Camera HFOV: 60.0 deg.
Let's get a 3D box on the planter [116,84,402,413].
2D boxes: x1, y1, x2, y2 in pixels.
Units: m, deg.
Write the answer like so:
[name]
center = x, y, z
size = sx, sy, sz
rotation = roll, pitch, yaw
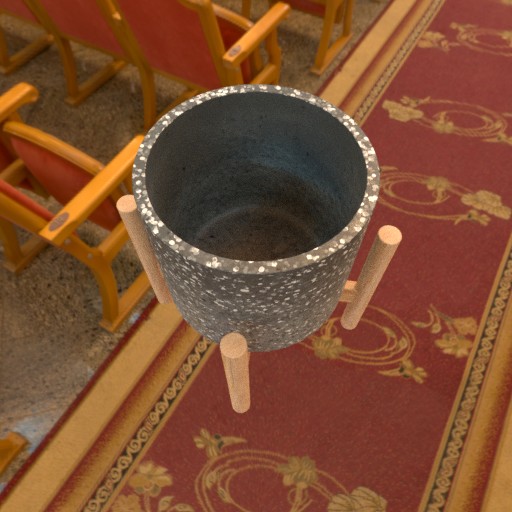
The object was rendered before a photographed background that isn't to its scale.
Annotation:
[planter]
center = 0.000, 0.000, 0.538
size = 0.284, 0.320, 0.284
rotation = 27, 63, 15
